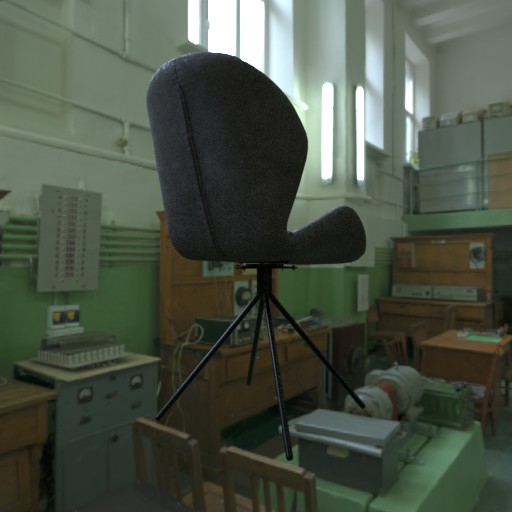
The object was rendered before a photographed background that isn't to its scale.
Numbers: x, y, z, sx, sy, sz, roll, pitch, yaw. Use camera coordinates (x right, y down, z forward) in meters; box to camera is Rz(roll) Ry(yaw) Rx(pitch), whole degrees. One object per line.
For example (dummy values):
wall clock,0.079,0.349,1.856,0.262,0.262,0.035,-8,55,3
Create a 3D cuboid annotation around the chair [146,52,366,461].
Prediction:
chair,0.000,0.000,1.275,0.527,0.934,0.640,0,-1,35
